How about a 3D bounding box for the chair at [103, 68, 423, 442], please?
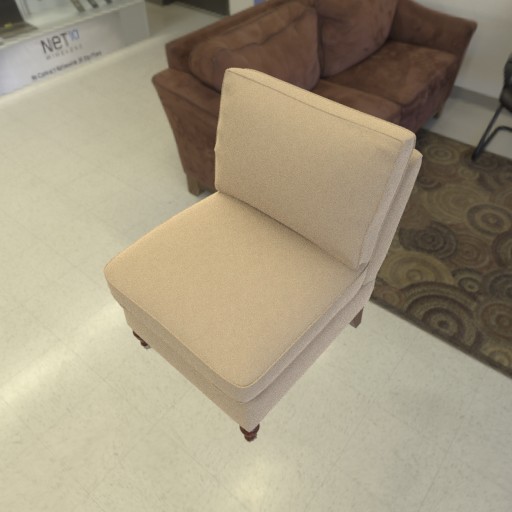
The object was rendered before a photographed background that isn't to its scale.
[{"bbox_3d":[0.000,0.000,1.652,0.724,1.052,0.912,33,55,26],"label":"chair"}]
